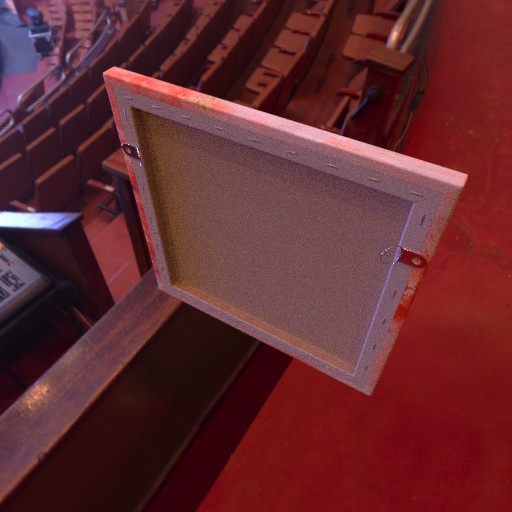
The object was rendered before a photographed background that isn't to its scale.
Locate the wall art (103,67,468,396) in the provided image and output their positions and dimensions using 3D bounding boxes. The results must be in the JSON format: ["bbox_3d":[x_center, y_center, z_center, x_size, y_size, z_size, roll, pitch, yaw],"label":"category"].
[{"bbox_3d":[0.000,0.000,1.088,0.747,0.746,0.064,24,52,20],"label":"wall art"}]
